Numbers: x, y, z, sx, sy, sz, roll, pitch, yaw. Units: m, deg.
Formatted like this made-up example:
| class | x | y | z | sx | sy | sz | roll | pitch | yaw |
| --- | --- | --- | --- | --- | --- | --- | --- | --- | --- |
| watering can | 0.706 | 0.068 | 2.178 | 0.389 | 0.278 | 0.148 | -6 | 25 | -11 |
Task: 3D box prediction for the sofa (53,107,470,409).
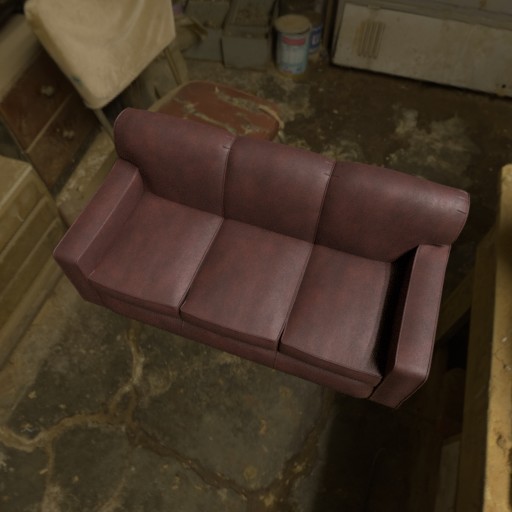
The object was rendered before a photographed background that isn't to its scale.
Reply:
| class | x | y | z | sx | sy | sz | roll | pitch | yaw |
| --- | --- | --- | --- | --- | --- | --- | --- | --- | --- |
| sofa | 0.000 | 0.000 | 2.565 | 2.039 | 0.953 | 1.008 | 17 | 59 | 11 |
